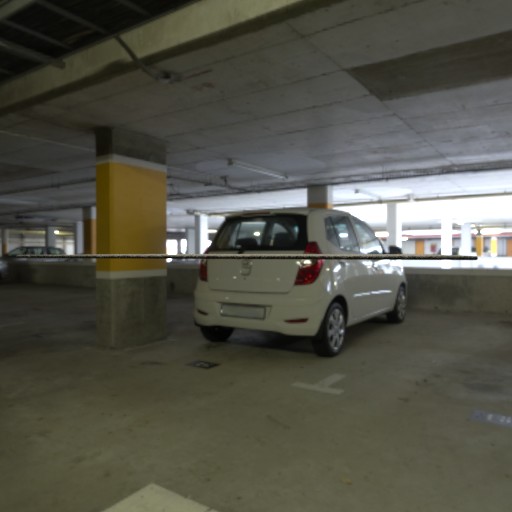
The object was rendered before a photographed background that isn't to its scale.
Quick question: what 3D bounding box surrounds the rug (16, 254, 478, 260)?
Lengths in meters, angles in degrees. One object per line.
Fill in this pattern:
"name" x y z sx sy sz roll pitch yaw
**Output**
"rug" 0.000 0.000 2.821 2.298 0.017 1.501 0 0 16
